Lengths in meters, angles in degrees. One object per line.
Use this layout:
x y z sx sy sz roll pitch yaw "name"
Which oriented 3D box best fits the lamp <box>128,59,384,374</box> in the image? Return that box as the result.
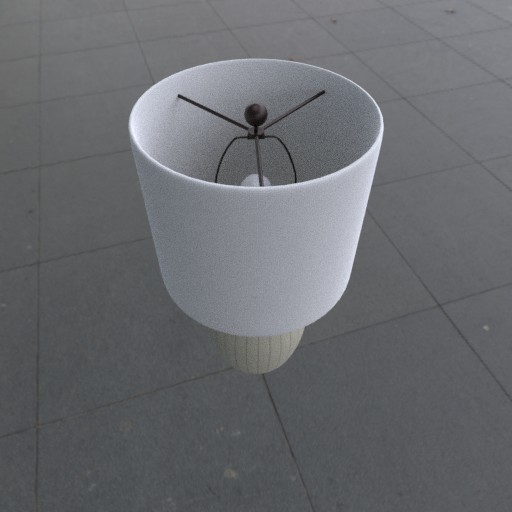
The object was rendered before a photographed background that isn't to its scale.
0.000 0.000 0.776 0.329 0.570 0.329 -2 47 -2 "lamp"
